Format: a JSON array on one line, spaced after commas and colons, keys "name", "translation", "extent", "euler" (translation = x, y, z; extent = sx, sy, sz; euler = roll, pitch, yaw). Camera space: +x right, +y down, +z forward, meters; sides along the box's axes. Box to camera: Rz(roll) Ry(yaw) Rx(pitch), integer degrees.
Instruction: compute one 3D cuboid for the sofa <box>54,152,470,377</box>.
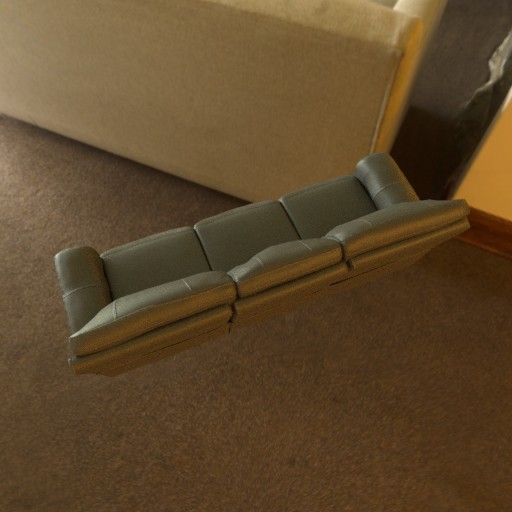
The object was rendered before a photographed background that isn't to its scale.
[{"name": "sofa", "translation": [0.000, 0.000, 3.159], "extent": [2.627, 1.134, 1.104], "euler": [-19, 60, -11]}]
